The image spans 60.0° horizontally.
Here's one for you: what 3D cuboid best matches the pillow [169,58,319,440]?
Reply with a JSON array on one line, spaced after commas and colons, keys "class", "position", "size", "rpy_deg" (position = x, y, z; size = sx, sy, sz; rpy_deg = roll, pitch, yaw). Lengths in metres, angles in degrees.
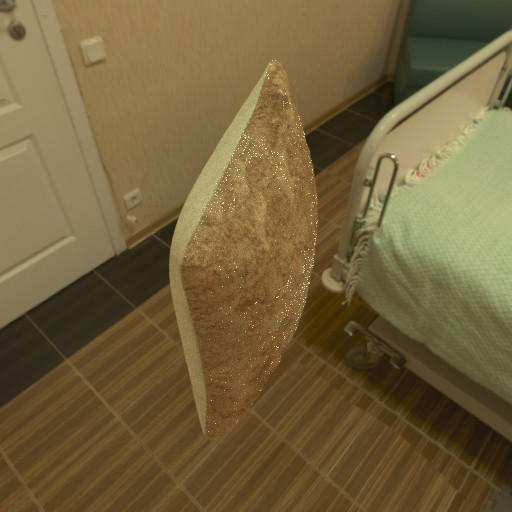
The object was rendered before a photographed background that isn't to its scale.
[{"class": "pillow", "position": [0.000, 0.000, 0.826], "size": [0.216, 0.525, 0.538], "rpy_deg": [10, 47, 9]}]
